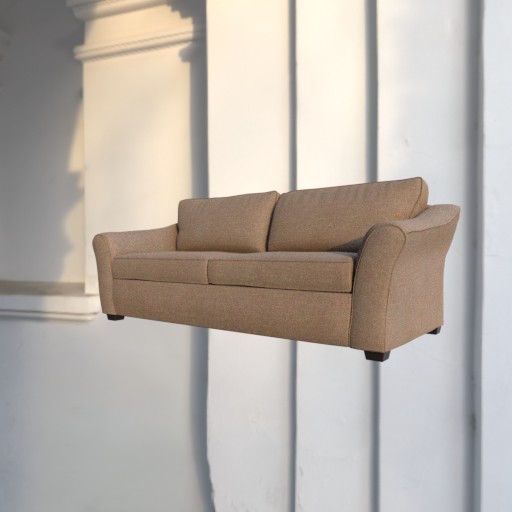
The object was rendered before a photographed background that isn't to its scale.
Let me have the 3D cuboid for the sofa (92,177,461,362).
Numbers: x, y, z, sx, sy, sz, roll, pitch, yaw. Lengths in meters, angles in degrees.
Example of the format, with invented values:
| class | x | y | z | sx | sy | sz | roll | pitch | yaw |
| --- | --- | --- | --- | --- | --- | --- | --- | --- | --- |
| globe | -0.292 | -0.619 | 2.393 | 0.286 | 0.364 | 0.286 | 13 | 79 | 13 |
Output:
| class | x | y | z | sx | sy | sz | roll | pitch | yaw |
| --- | --- | --- | --- | --- | --- | --- | --- | --- | --- |
| sofa | 0.000 | 0.000 | 2.852 | 2.270 | 0.906 | 0.986 | 1 | 1 | 36 |
